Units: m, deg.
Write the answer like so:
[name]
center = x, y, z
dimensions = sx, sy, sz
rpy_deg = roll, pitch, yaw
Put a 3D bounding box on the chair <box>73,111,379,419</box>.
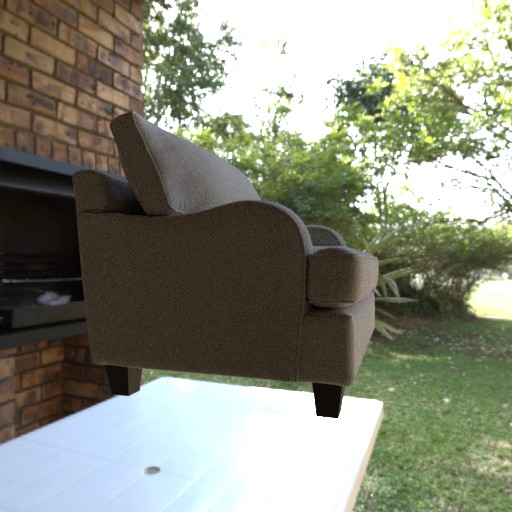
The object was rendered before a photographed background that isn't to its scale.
[chair]
center = 0.000, 0.000, 2.015
dimensions = 1.041, 1.016, 1.220
rpy_deg = 0, -1, 18
